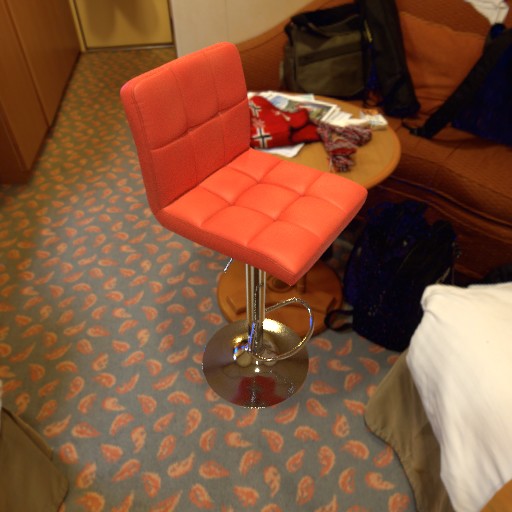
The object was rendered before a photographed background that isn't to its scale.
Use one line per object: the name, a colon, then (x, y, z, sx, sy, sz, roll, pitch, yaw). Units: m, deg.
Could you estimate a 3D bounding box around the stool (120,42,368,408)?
stool: (0.000, 0.000, 1.395, 0.505, 1.115, 0.430, 24, 47, 25)
